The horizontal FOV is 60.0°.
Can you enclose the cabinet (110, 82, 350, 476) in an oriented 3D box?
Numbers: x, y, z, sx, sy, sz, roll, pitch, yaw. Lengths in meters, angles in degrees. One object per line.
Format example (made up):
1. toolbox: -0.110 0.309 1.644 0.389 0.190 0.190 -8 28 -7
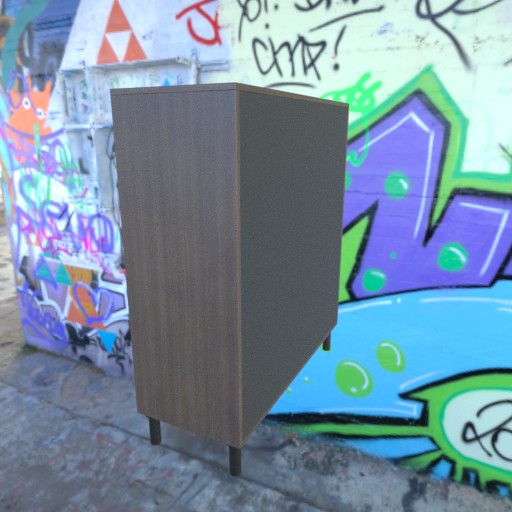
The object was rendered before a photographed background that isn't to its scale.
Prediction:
1. cabinet: 0.000 0.000 1.736 0.400 1.170 1.010 8 18 26
